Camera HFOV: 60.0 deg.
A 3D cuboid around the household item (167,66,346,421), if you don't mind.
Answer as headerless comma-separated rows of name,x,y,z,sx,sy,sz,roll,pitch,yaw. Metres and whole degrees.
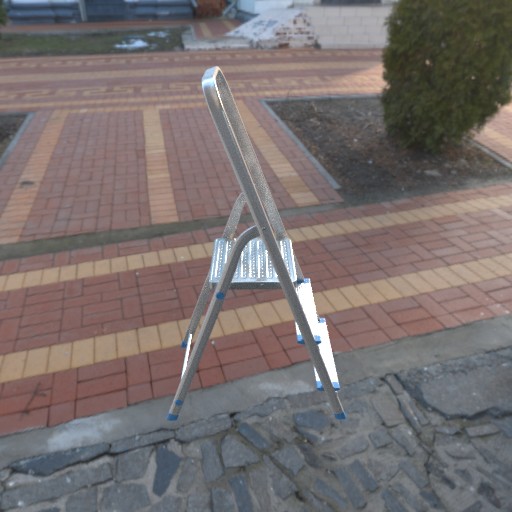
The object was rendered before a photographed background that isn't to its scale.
household item,0.000,0.000,1.549,0.687,1.215,0.420,0,32,0
